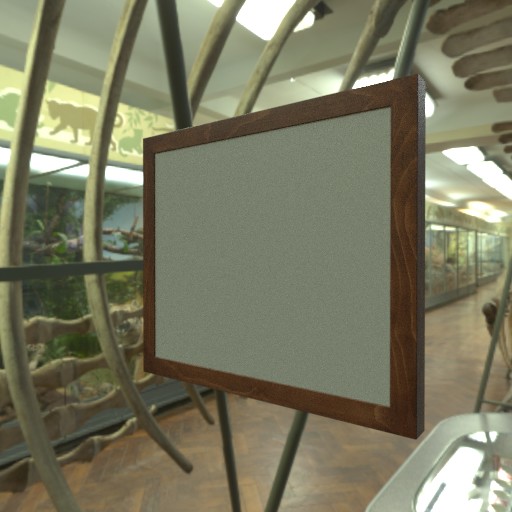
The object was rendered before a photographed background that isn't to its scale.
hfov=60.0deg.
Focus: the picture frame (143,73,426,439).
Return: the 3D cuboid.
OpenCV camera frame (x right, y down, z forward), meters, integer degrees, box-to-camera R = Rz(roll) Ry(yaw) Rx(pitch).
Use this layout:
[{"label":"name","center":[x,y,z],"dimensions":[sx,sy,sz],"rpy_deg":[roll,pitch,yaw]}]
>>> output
[{"label":"picture frame","center":[0.000,0.000,0.523],"dimensions":[0.381,0.330,0.025],"rpy_deg":[0,1,37]}]
